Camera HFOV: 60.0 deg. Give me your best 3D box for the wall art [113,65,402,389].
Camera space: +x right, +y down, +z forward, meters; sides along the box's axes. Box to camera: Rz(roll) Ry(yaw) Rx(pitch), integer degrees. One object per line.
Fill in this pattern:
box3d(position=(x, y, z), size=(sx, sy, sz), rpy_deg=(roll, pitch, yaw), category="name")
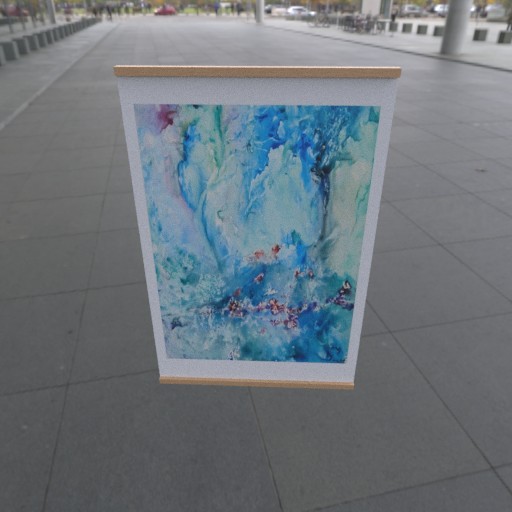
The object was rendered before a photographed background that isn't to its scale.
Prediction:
box3d(position=(0.000, 0.000, 0.774), size=(0.401, 0.611, 0.016), rpy_deg=(1, 30, 2), category="wall art")
